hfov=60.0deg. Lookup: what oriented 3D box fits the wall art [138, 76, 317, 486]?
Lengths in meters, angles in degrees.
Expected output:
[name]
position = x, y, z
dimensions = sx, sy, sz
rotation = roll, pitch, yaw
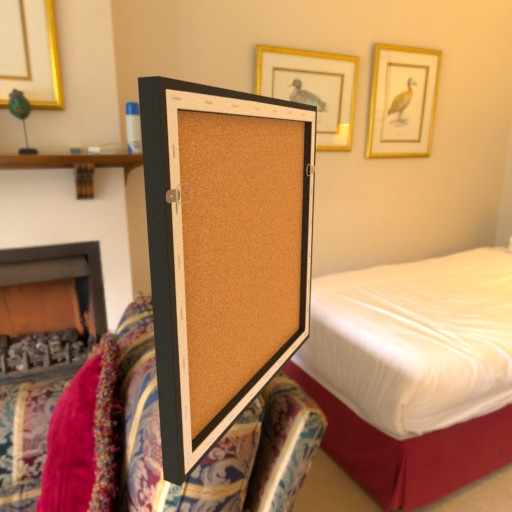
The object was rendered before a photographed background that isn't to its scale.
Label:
[wall art]
position = 0.000, 0.000, 1.115
dimensions = 0.044, 0.758, 0.758
rotation = 7, 17, 25
